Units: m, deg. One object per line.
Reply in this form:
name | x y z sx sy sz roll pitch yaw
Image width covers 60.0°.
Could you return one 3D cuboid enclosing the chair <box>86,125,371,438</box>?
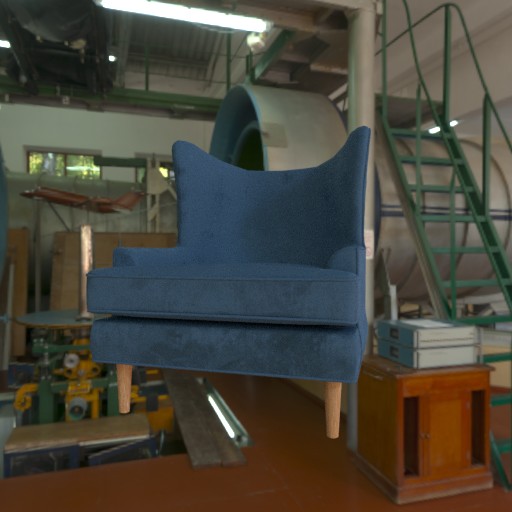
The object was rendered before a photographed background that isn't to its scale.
chair | 0.000 0.000 1.598 0.793 0.952 0.910 0 0 17
